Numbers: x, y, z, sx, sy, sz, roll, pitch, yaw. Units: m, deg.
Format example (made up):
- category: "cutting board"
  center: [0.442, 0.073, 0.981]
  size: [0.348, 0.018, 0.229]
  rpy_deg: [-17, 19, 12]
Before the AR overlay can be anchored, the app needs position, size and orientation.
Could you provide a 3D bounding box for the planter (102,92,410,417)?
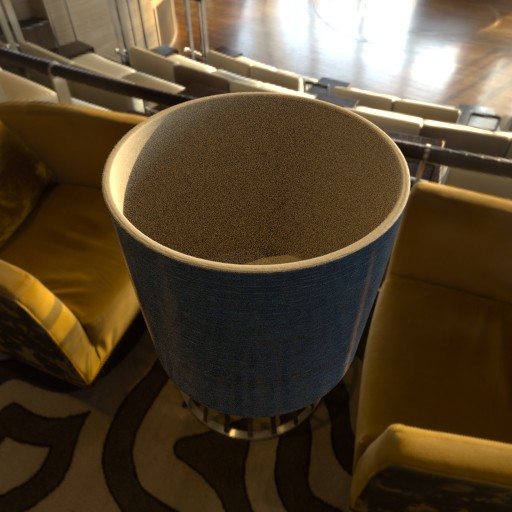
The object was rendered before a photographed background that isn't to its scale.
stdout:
- category: "planter"
  center: [0.000, 0.000, 0.398]
  size: [0.221, 0.201, 0.221]
  rpy_deg: [0, 46, 0]
